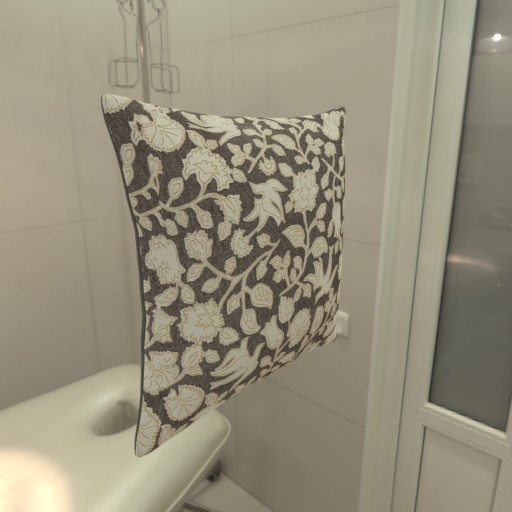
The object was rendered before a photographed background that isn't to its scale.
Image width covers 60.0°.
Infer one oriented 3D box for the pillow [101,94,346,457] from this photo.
[{"bbox_3d":[0.000,0.000,0.768,0.166,0.507,0.526,15,22,41],"label":"pillow"}]
